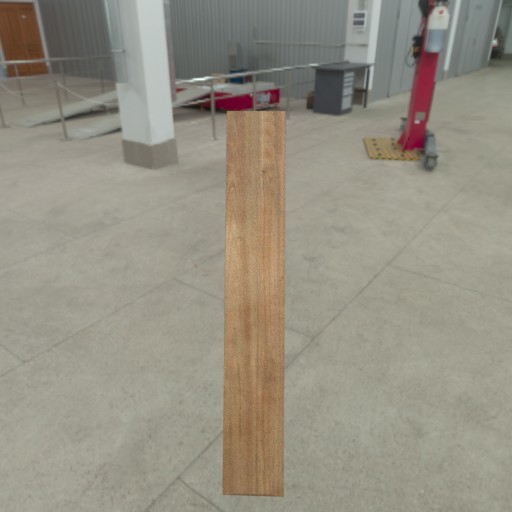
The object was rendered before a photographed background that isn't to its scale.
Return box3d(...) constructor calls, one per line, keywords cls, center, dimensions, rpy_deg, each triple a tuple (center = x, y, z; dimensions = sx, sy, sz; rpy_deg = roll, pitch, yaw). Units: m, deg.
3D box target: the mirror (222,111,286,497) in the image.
box3d(cls="mirror", center=(0.000, 0.000, 0.870), dimensions=(0.100, 0.548, 0.631), rpy_deg=(0, 27, 1))
